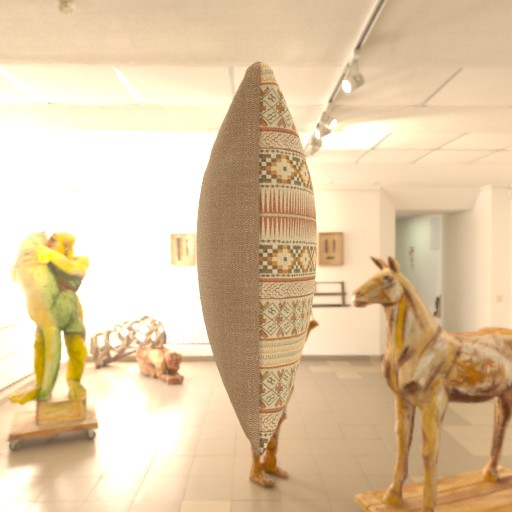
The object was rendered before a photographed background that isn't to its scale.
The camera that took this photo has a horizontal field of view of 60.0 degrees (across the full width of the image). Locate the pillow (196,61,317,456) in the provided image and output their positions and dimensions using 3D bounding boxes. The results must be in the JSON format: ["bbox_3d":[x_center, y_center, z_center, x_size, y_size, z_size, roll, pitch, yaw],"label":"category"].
[{"bbox_3d":[0.000,0.000,0.825,0.215,0.519,0.521,0,0,-1],"label":"pillow"}]
